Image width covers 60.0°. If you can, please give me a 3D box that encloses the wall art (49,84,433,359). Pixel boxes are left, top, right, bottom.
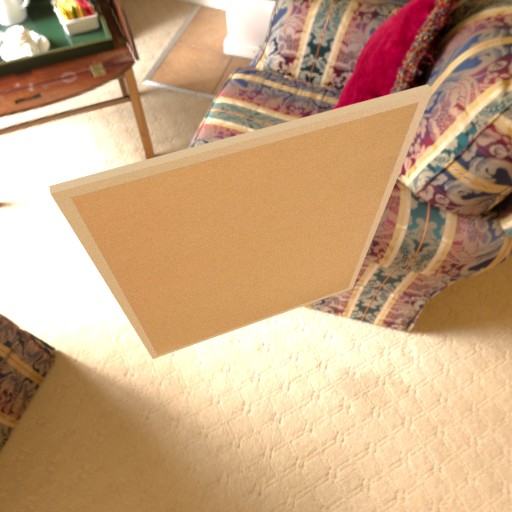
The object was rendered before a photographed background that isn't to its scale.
[{"bbox_3d":[0.000,0.000,0.765,0.482,0.557,0.012,-18,60,-11],"label":"wall art"}]
